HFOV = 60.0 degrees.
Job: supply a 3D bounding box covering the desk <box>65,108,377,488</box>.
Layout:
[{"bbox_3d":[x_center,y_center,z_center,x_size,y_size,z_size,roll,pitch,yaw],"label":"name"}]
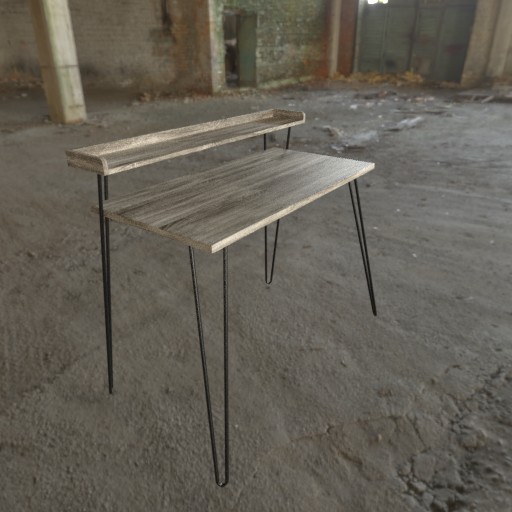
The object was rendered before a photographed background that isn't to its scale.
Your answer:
[{"bbox_3d":[0.000,0.000,1.657,0.605,0.899,1.135,18,31,32],"label":"desk"}]
